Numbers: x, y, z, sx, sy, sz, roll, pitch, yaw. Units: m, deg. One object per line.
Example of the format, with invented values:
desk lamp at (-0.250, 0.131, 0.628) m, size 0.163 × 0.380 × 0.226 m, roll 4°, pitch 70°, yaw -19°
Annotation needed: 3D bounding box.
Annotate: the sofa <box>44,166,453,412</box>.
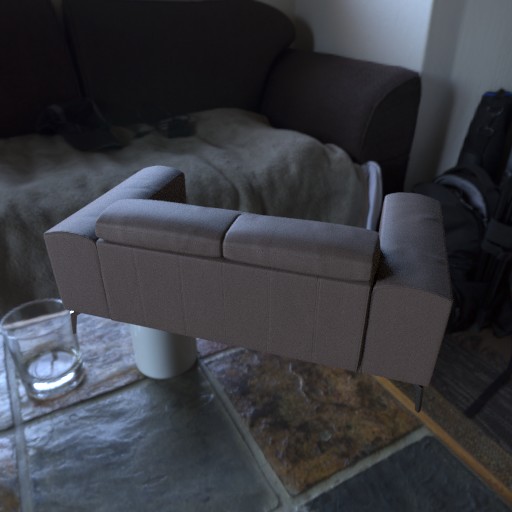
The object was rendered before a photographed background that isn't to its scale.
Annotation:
sofa at (0.000, 0.000, 2.430) m, size 1.895 × 0.779 × 1.003 m, roll 9°, pitch 32°, yaw 15°
